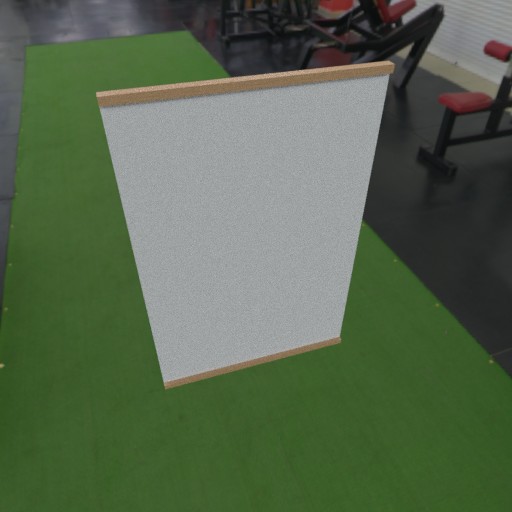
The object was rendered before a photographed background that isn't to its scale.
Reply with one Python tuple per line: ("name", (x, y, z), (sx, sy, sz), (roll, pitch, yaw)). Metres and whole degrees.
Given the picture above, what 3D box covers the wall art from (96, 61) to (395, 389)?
("wall art", (0.000, 0.000, 0.647), (0.335, 0.510, 0.013), (-12, 42, -13))
